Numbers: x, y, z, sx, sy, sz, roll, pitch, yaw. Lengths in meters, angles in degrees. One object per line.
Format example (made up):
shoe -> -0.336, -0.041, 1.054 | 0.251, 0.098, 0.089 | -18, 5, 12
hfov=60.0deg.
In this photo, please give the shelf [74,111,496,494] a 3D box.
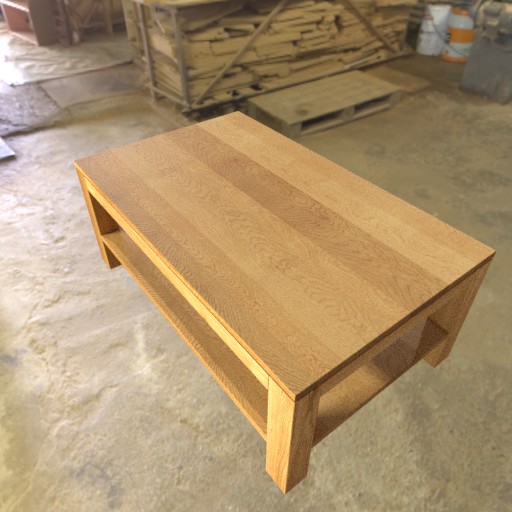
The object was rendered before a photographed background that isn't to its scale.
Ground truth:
shelf -> 0.000, 0.000, 1.486 | 0.700, 0.450, 1.150 | -27, 47, -28
